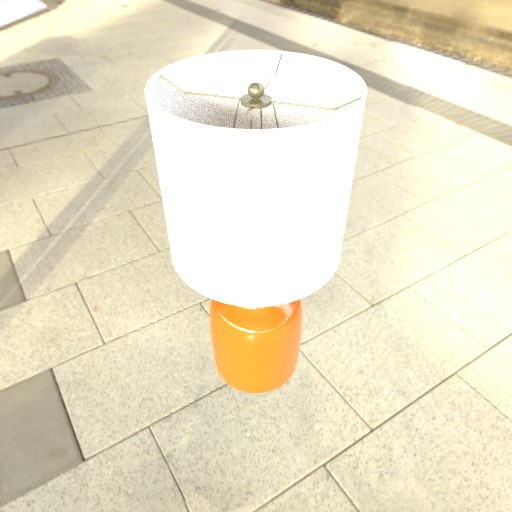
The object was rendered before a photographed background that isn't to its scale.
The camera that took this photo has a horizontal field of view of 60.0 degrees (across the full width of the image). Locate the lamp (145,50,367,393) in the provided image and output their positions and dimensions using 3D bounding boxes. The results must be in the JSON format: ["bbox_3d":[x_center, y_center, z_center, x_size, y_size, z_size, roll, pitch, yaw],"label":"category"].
[{"bbox_3d":[0.000,0.000,1.129,0.418,0.871,0.418,-25,46,-26],"label":"lamp"}]
